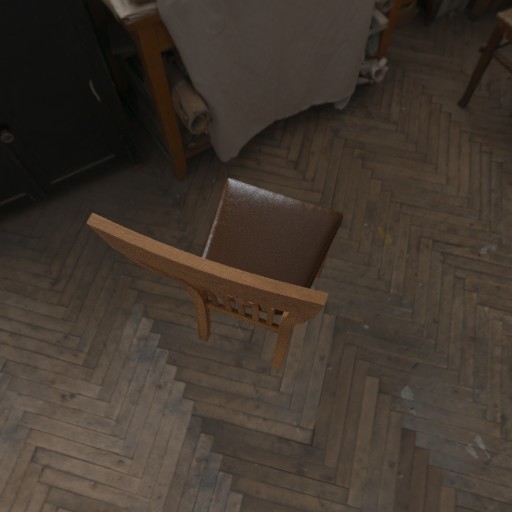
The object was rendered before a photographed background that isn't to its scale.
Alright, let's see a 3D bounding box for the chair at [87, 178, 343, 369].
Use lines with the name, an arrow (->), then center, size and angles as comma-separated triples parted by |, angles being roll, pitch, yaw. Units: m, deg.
chair -> 0.000, 0.000, 1.354 | 0.450, 1.050, 0.580 | 19, 66, 9
